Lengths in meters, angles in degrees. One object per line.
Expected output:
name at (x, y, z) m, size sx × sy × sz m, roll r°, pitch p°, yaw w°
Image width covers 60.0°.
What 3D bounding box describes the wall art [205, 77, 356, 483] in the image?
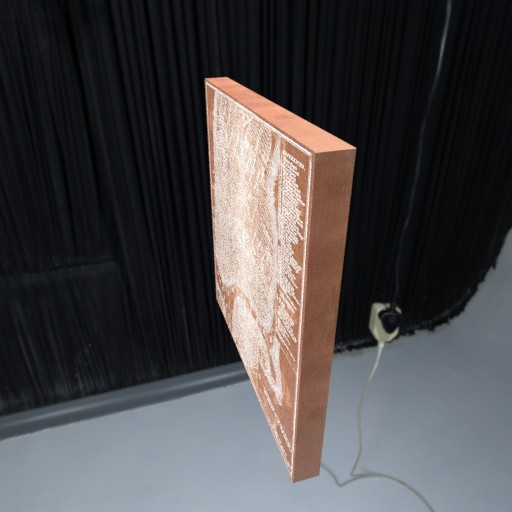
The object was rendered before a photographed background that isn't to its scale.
wall art at (0.000, 0.000, 0.603) m, size 0.035 × 0.403 × 0.403 m, roll -9°, pitch 31°, yaw -15°
